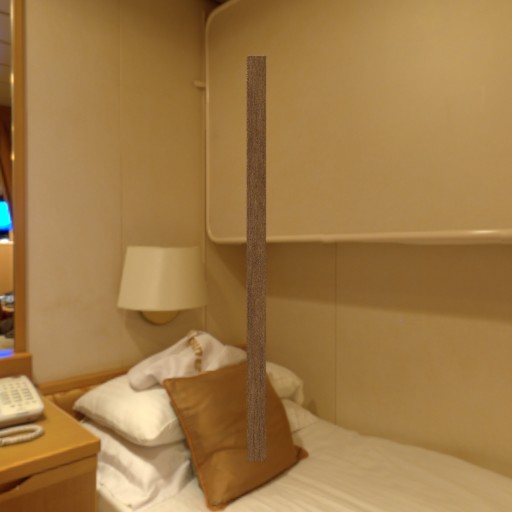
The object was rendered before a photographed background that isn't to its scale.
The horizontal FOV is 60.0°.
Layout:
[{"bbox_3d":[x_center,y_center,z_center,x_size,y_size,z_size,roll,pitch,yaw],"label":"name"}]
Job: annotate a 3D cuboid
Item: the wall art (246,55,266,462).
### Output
[{"bbox_3d":[0.000,0.000,0.928,0.026,0.535,0.690,0,1,0],"label":"wall art"}]
